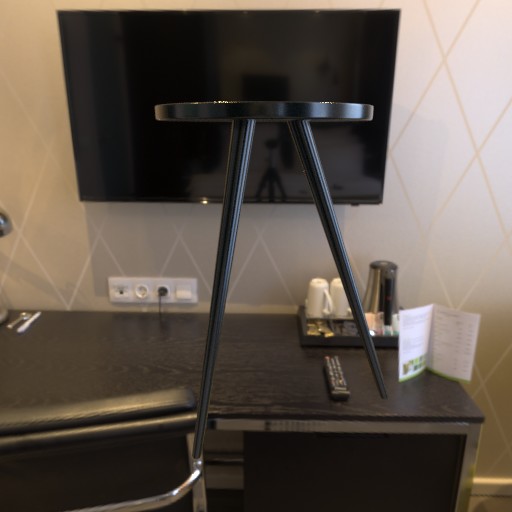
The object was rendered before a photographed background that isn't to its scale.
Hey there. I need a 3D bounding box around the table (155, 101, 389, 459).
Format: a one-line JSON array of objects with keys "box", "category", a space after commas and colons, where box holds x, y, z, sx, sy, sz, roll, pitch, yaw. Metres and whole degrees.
[{"box": [0.000, 0.000, 0.863, 0.403, 0.548, 0.415, -9, 18, -27], "category": "table"}]
